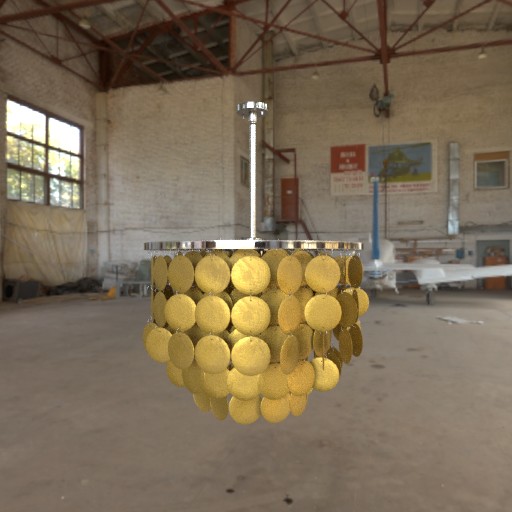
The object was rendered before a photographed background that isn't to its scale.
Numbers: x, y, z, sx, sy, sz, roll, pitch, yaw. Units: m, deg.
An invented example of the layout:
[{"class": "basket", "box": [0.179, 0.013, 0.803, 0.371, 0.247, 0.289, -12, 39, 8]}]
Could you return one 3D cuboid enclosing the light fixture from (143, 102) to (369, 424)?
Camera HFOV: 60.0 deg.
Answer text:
[{"class": "light fixture", "box": [0.000, 0.000, 0.732, 0.368, 0.492, 0.368, 0, 0, 0]}]
